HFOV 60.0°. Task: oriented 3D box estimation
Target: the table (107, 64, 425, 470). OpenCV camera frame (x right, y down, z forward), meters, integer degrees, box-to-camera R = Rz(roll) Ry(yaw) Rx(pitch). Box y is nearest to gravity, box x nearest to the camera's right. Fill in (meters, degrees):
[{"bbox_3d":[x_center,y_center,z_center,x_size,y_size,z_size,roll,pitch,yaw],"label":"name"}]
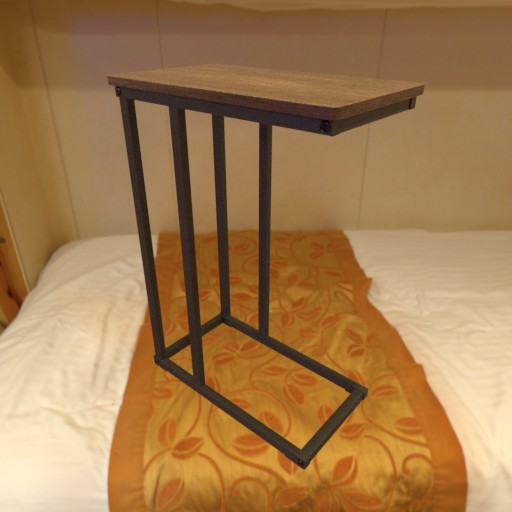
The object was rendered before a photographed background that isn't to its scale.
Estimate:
[{"bbox_3d":[0.000,0.000,0.853,0.450,0.637,0.254,22,36,35],"label":"table"}]
